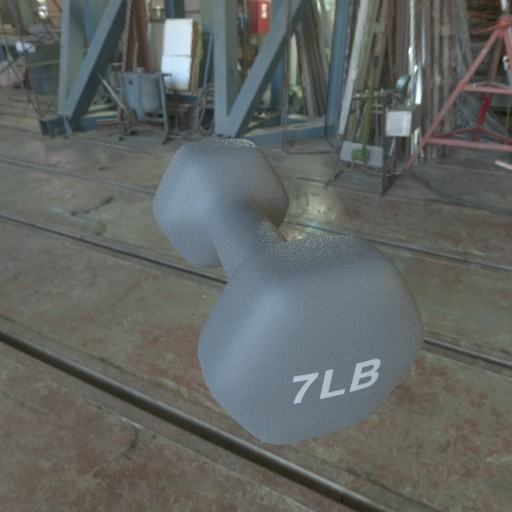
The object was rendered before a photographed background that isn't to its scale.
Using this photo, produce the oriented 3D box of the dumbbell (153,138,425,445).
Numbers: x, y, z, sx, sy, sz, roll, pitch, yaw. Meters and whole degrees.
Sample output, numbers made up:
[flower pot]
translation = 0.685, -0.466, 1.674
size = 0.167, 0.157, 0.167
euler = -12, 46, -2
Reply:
[dumbbell]
translation = 0.000, 0.000, 0.230
size = 0.090, 0.081, 0.184
euler = -9, 31, -15
